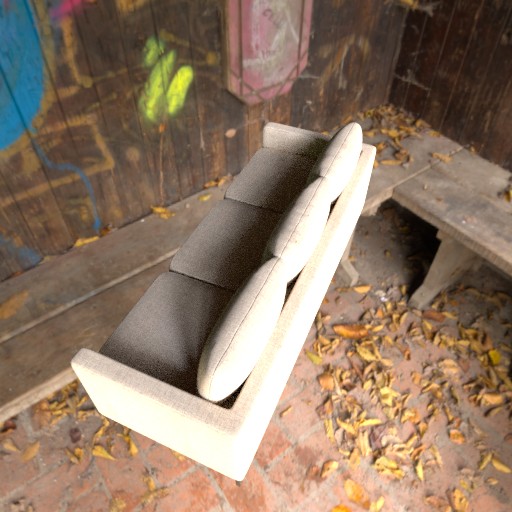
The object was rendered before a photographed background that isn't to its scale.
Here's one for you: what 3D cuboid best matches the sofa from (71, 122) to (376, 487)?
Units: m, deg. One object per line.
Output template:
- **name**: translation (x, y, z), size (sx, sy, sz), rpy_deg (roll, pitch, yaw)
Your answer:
- **sofa**: translation (0.000, 0.000, 2.673), size (0.859, 0.874, 2.218), rpy_deg (18, 49, 16)
